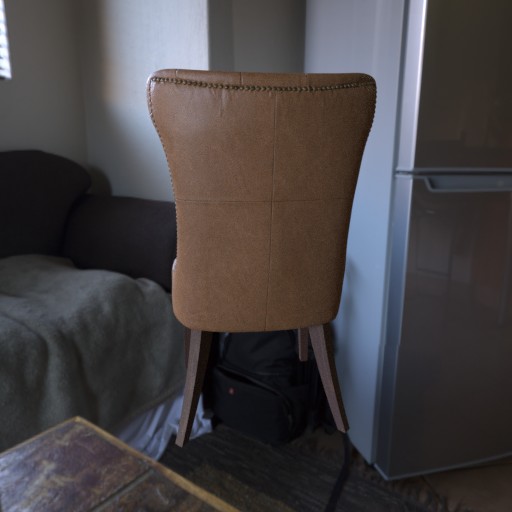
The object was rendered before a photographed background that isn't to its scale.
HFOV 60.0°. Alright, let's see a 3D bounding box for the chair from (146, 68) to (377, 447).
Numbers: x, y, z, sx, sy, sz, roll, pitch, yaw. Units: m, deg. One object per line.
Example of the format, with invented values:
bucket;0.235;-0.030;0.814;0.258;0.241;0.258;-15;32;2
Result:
chair;0.000;0.000;1.453;0.611;1.065;0.669;-2;14;-7
